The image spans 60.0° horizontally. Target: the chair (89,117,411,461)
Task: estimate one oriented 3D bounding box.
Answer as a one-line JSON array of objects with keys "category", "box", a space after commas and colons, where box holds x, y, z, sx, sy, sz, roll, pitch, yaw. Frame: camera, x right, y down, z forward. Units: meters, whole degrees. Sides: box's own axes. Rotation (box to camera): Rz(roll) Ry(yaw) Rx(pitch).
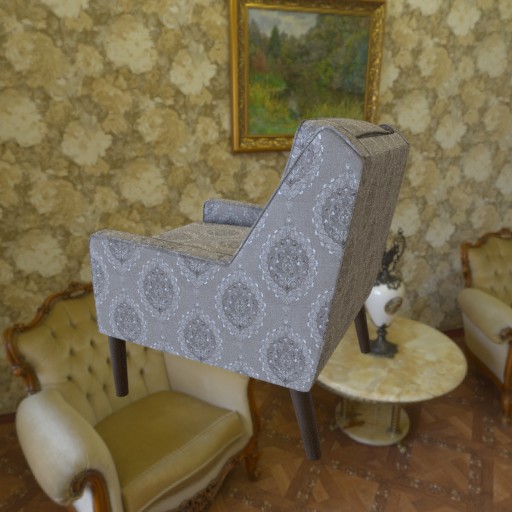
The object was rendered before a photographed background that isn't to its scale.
[{"category": "chair", "box": [0.000, 0.000, 1.338, 0.750, 0.797, 0.665, 8, 19, 25]}]
